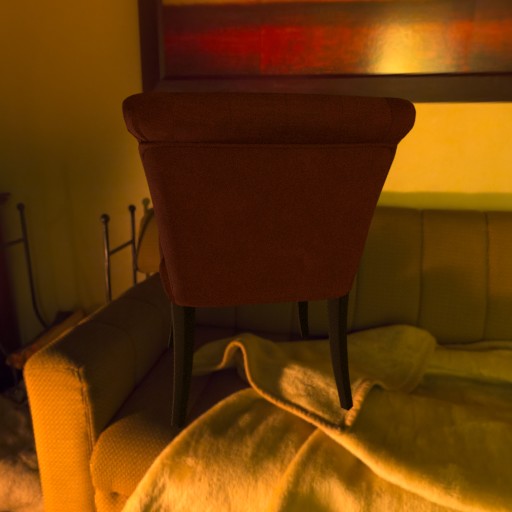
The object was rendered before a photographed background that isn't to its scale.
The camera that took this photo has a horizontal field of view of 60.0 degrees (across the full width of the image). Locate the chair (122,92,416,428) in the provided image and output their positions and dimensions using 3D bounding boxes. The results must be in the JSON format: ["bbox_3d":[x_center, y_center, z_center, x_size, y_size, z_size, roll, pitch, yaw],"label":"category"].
[{"bbox_3d":[0.000,0.000,1.164,0.582,0.750,0.605,-2,14,-10],"label":"chair"}]
